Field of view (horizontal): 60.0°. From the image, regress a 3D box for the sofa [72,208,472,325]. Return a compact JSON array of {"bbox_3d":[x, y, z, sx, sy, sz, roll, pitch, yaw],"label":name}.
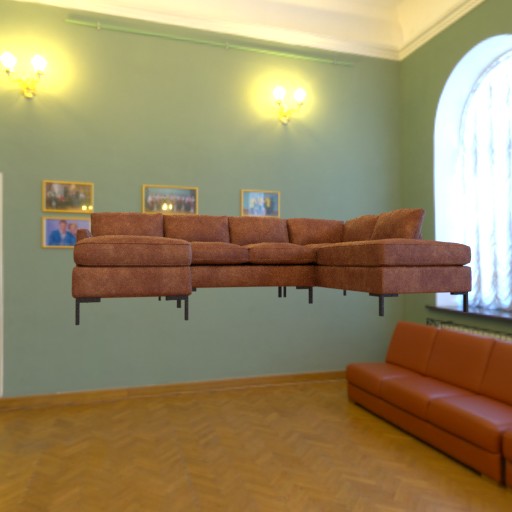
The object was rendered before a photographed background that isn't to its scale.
[{"bbox_3d":[0.000,0.000,3.911,2.956,0.900,1.939,0,-1,-19],"label":"sofa"}]
